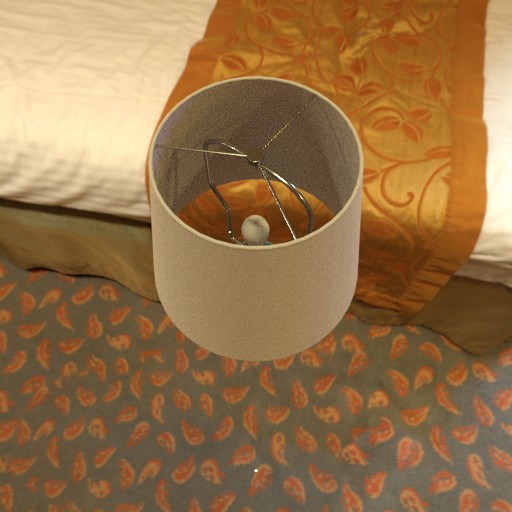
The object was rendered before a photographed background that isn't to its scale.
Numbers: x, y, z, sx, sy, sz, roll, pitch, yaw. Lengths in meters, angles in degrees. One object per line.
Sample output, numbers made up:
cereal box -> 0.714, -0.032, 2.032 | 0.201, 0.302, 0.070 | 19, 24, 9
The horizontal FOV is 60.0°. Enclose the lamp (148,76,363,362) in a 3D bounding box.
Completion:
lamp -> 0.000, 0.000, 0.546 | 0.254, 0.392, 0.254 | 0, 64, 0
